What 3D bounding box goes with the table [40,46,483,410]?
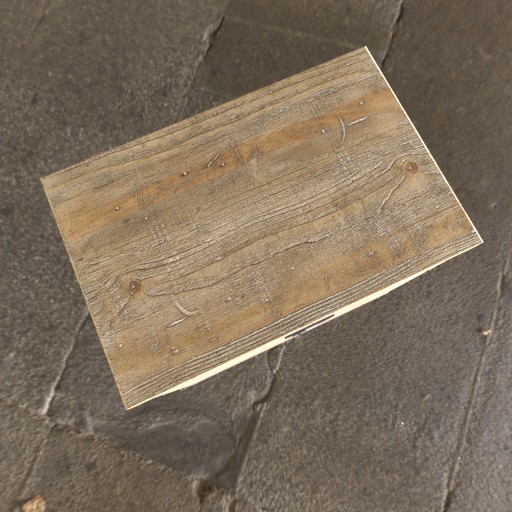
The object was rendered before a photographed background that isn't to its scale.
[{"bbox_3d":[0.000,0.000,1.144,0.686,0.711,0.457,-24,78,-6],"label":"table"}]
